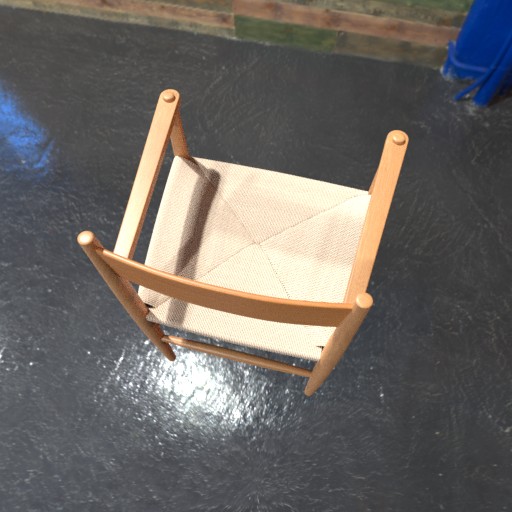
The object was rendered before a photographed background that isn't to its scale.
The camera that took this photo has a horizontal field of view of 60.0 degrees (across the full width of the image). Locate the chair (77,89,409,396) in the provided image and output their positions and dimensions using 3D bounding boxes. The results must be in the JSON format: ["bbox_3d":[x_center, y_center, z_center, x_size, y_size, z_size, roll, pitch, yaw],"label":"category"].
[{"bbox_3d":[0.000,0.000,1.084,0.556,0.762,0.495,12,64,6],"label":"chair"}]
